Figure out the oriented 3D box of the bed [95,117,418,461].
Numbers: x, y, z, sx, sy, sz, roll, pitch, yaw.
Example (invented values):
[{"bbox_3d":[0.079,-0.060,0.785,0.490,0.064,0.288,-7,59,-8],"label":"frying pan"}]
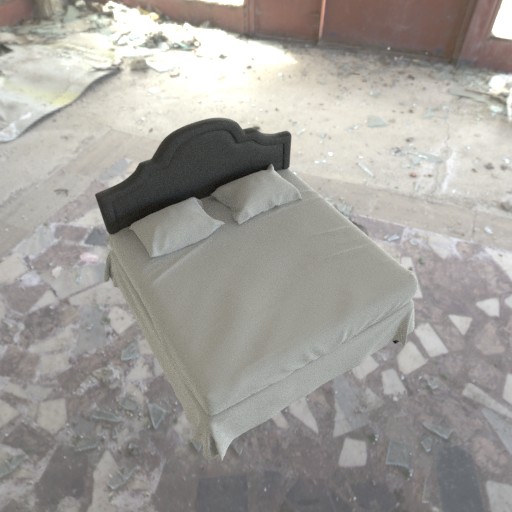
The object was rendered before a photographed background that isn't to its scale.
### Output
[{"bbox_3d":[0.000,0.000,3.810,2.303,1.631,2.222,-24,51,-22],"label":"bed"}]
